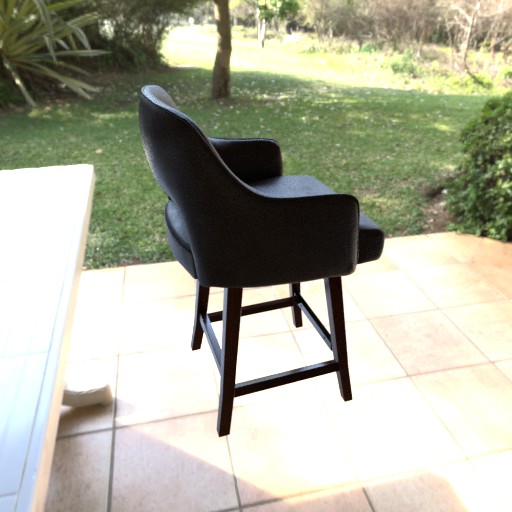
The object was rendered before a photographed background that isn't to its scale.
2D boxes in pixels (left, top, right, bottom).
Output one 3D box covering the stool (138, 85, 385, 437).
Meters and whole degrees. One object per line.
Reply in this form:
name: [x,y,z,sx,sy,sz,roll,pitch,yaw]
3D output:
stool: [0.000,0.000,1.295,0.560,0.936,0.550,-9,31,-16]
